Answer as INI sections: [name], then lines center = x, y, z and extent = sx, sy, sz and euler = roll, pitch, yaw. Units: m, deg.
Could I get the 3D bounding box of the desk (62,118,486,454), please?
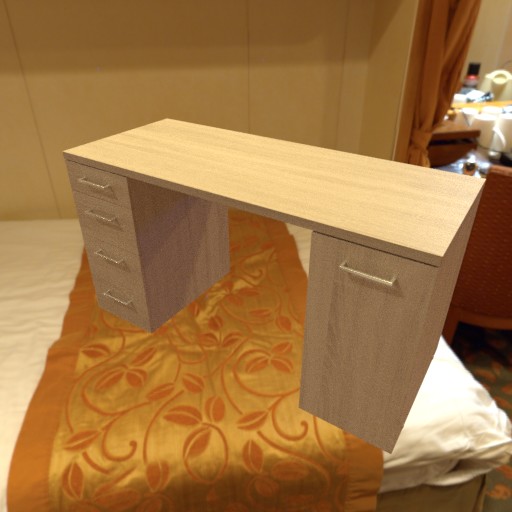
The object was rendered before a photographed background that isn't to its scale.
[desk]
center = 0.000, 0.000, 1.733
extent = 1.390, 0.740, 0.600
euler = 19, 36, 28
